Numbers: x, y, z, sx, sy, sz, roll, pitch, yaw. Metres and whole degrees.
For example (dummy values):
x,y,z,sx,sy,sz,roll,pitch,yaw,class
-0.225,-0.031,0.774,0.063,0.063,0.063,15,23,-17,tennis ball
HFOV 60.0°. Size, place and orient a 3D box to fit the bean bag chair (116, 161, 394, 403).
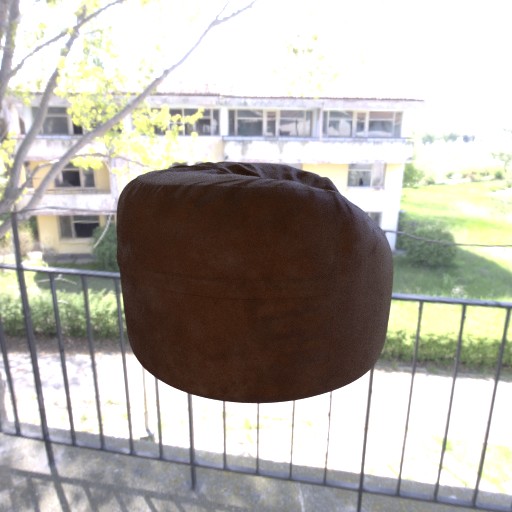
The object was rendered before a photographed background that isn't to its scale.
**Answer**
x,y,z,sx,sy,sz,roll,pitch,yaw,class
0.000,0.000,1.529,0.918,0.616,0.918,0,16,0,bean bag chair
